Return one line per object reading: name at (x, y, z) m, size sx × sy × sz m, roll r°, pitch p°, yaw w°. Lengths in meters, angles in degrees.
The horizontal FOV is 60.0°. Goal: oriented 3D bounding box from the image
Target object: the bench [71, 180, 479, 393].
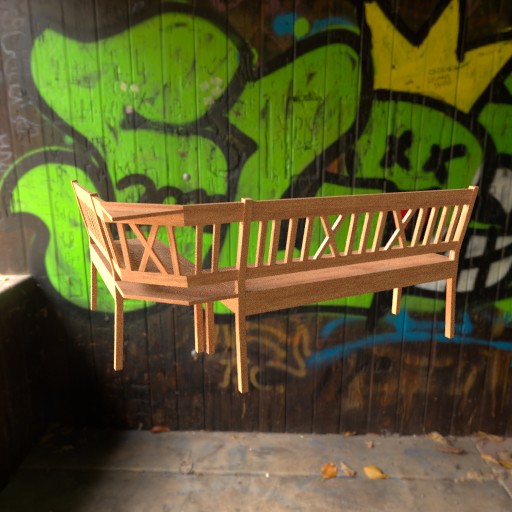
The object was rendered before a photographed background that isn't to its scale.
bench at (0.000, 0.000, 2.757) m, size 1.937 × 0.902 × 1.537 m, roll -7°, pitch 15°, yaw -26°
